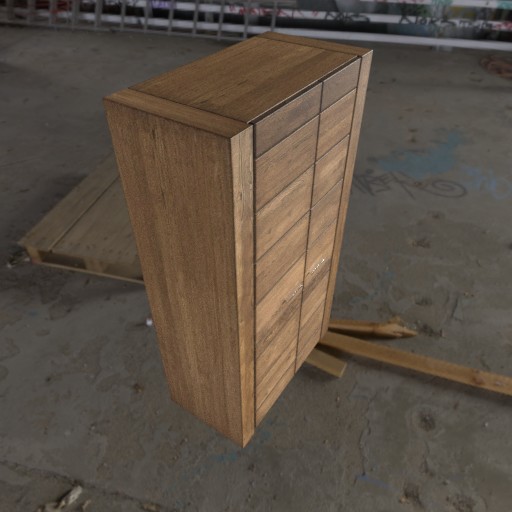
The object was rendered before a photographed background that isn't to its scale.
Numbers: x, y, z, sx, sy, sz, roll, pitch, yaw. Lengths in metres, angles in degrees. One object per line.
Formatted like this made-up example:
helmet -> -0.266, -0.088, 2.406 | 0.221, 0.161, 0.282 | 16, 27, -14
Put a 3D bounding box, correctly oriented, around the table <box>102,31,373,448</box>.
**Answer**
table -> 0.000, 0.000, 2.472 | 0.600, 2.000, 1.100 | 24, 46, 25
